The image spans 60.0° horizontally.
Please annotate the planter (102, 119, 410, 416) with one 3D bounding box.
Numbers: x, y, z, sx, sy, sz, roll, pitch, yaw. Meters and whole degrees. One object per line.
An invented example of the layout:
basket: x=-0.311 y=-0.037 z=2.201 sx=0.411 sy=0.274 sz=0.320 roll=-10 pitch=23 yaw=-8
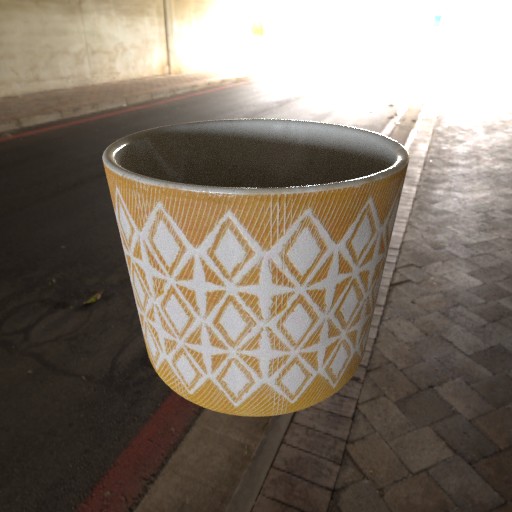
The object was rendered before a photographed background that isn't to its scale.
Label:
planter: x=0.000 y=0.000 z=0.328 sx=0.193 sy=0.165 sz=0.193 roll=0 pitch=27 yaw=0
